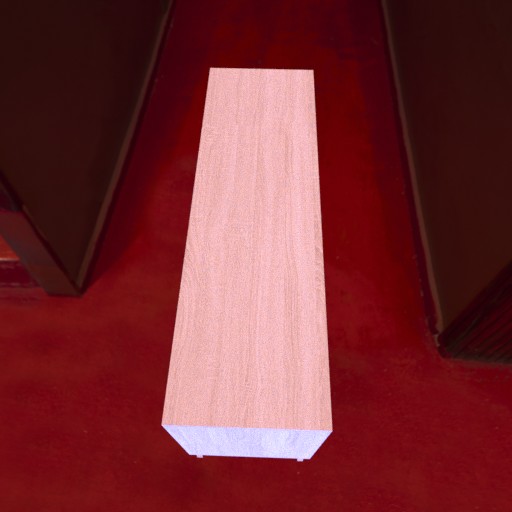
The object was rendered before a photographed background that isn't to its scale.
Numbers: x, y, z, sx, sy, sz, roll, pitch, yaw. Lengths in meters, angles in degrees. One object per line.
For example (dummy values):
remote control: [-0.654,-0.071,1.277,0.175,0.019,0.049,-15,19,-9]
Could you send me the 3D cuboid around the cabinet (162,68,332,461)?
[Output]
cabinet: [0.000,0.000,2.056,0.500,0.780,1.649,2,59,1]
